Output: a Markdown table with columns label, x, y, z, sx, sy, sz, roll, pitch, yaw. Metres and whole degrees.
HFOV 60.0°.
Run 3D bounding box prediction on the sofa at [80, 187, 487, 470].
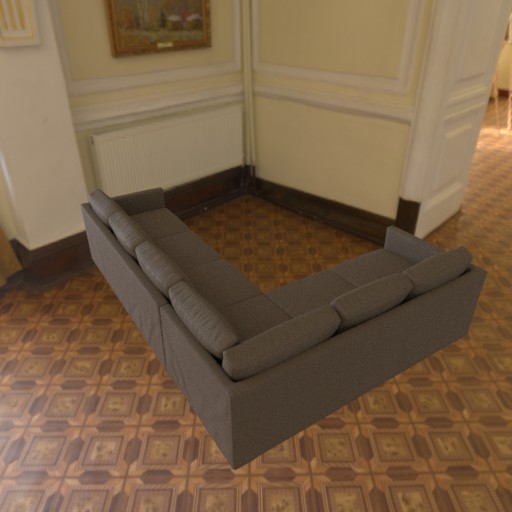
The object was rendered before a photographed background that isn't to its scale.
| label | x | y | z | sx | sy | sz | roll | pitch | yaw |
| --- | --- | --- | --- | --- | --- | --- | --- | --- | --- |
| sofa | 0.000 | 0.000 | 4.285 | 2.432 | 0.871 | 3.182 | -18 | 35 | -28 |
